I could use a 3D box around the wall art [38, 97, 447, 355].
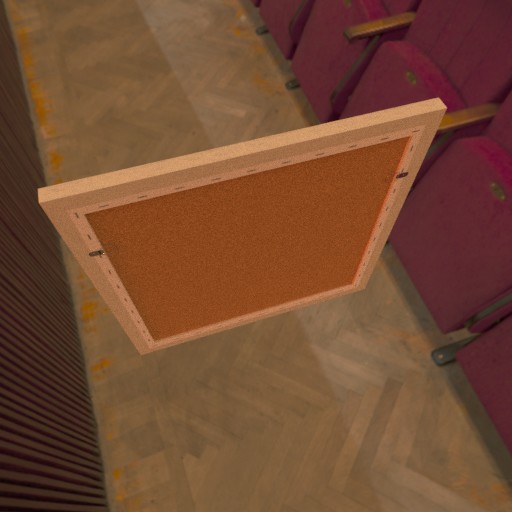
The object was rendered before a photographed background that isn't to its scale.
[{"bbox_3d":[0.000,0.000,1.499,1.016,1.016,0.045,-15,60,-9],"label":"wall art"}]
